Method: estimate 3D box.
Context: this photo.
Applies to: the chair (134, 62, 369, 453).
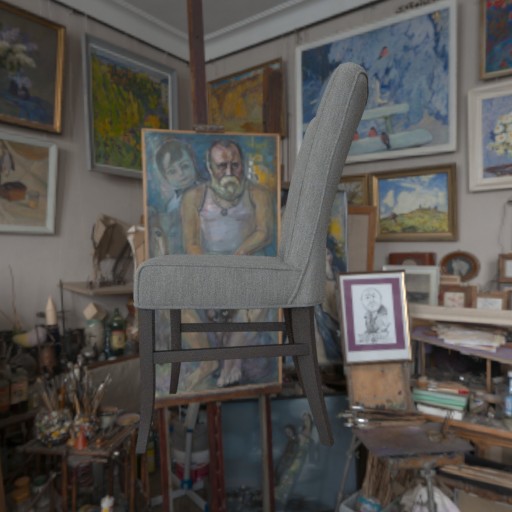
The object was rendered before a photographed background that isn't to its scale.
[{"bbox_3d":[0.000,0.000,1.360,0.660,0.991,0.520,0,1,-1],"label":"chair"}]
